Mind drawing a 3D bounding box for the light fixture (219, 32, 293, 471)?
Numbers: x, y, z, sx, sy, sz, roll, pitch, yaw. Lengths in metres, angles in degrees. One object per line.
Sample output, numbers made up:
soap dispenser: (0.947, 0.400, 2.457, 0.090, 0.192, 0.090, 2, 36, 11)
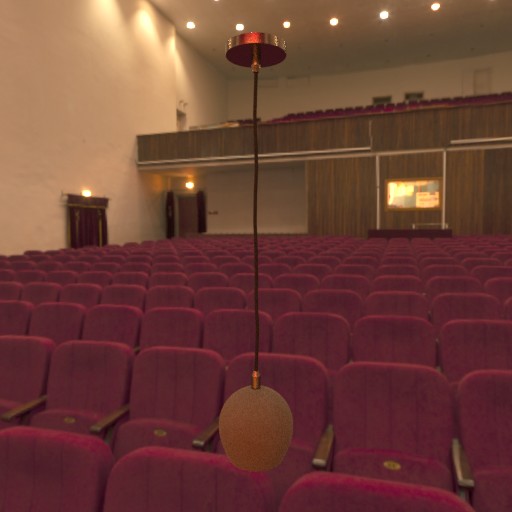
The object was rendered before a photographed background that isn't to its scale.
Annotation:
light fixture: (0.000, 0.000, 0.821, 0.139, 0.764, 0.139, 1, 2, 18)
